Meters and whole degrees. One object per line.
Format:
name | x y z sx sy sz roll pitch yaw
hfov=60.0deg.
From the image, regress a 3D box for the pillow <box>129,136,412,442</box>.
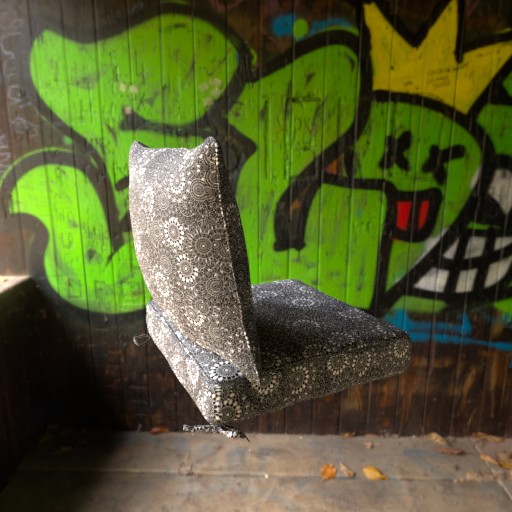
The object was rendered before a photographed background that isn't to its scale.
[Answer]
pillow | 0.000 0.000 1.414 0.740 0.722 0.798 -7 15 -26
